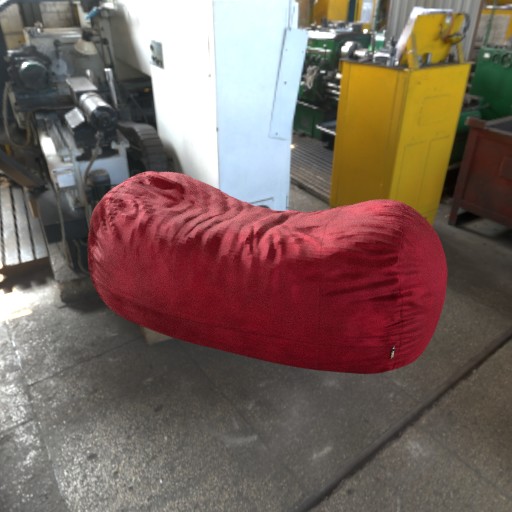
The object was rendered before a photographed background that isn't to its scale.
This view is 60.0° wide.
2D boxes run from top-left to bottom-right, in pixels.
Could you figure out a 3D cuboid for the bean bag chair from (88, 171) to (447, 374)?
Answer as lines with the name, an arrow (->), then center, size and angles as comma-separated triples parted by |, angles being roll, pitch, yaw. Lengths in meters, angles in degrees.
bean bag chair -> 0.000, 0.000, 2.842 | 2.293, 0.867, 1.216 | 10, 33, 16
